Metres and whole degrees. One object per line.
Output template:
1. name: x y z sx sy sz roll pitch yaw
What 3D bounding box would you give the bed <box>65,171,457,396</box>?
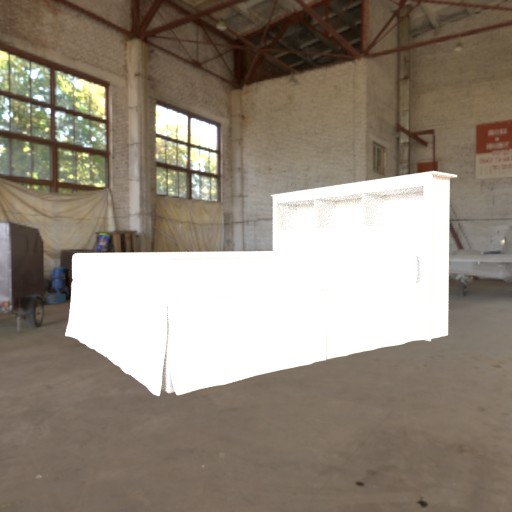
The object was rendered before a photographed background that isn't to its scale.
1. bed: 0.000 0.000 3.038 2.133 1.092 1.671 -1 2 -36
